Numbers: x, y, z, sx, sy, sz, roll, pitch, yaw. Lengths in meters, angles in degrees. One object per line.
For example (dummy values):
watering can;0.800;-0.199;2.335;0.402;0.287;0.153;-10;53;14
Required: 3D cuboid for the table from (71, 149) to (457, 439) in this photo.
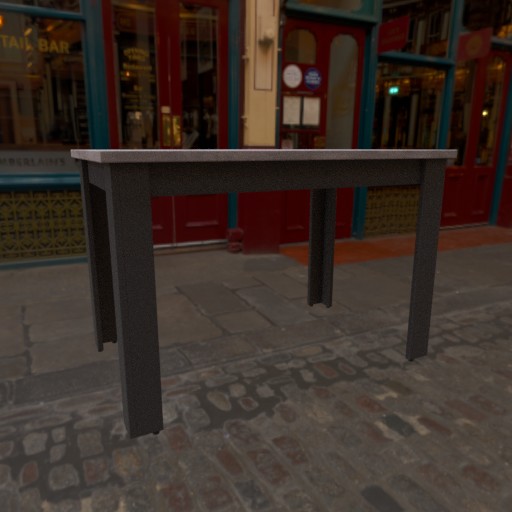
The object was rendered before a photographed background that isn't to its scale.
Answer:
table;0.000;0.000;1.575;1.100;0.734;0.700;-7;15;-26
